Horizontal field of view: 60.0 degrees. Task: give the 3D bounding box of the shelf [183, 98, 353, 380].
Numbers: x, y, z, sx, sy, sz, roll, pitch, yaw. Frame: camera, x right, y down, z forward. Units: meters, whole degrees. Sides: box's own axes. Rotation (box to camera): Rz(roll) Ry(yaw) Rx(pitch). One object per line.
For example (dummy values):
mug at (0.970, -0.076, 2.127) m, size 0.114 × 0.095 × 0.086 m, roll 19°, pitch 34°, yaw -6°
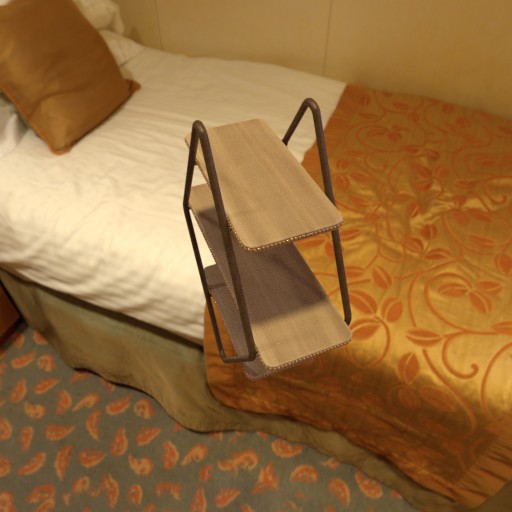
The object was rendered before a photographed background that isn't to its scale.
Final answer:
shelf at (0.000, 0.000, 1.079) m, size 0.234 × 0.774 × 0.609 m, roll -16°, pitch 49°, yaw -15°
